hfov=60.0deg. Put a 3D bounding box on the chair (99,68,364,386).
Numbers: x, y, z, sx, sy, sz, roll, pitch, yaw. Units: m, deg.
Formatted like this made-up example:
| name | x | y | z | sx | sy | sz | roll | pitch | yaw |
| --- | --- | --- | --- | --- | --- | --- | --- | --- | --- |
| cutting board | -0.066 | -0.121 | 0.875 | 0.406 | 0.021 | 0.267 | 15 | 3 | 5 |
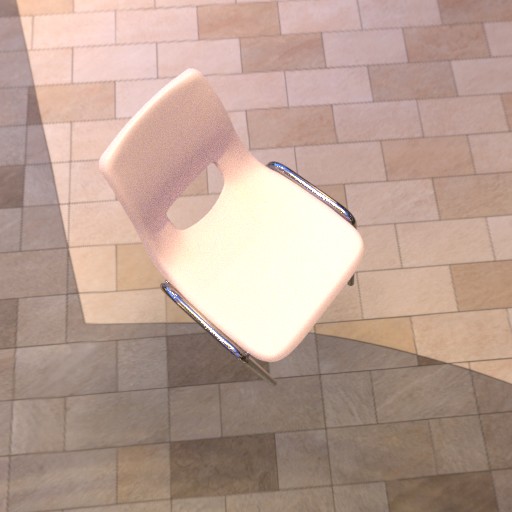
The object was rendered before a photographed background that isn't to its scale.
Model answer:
| name | x | y | z | sx | sy | sz | roll | pitch | yaw |
| --- | --- | --- | --- | --- | --- | --- | --- | --- | --- |
| chair | 0.000 | 0.000 | 0.950 | 0.436 | 0.704 | 0.381 | 38 | 79 | 9 |
